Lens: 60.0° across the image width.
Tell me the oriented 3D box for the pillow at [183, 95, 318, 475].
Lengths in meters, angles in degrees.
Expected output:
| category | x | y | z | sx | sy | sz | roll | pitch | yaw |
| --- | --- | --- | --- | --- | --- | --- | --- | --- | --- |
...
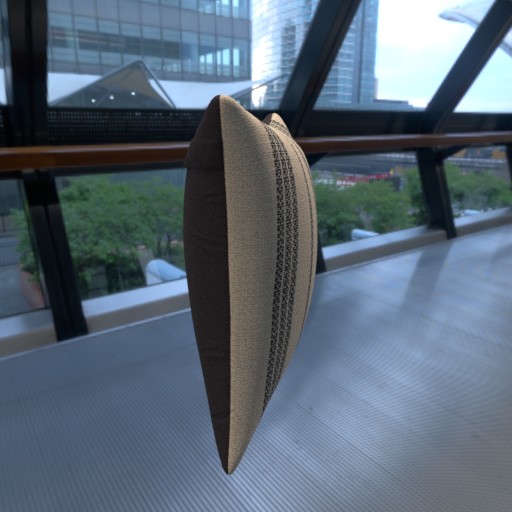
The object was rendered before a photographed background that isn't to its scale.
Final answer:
| category | x | y | z | sx | sy | sz | roll | pitch | yaw |
| --- | --- | --- | --- | --- | --- | --- | --- | --- | --- |
| pillow | 0.000 | 0.000 | 0.634 | 0.173 | 0.406 | 0.405 | 2 | 15 | 9 |
